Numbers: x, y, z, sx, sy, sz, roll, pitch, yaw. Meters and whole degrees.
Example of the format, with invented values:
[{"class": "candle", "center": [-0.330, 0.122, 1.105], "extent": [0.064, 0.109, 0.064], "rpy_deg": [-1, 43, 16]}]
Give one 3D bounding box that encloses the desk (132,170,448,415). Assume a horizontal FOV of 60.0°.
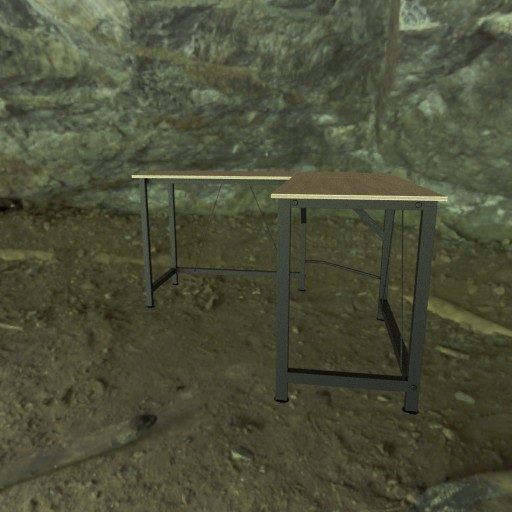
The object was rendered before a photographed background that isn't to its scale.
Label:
[{"class": "desk", "center": [0.000, 0.000, 2.216], "extent": [1.400, 0.762, 1.400], "rpy_deg": [2, 14, 9]}]
